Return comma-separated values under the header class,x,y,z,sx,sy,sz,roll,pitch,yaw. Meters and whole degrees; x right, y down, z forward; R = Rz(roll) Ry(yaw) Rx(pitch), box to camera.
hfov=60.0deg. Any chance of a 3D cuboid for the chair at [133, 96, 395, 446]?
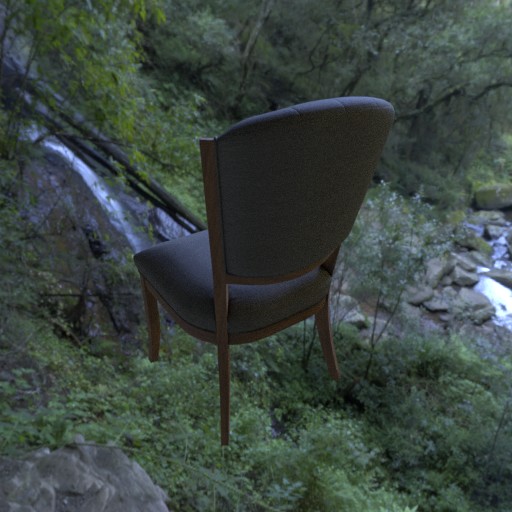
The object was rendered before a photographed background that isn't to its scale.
class,x,y,z,sx,sy,sz,roll,pitch,yaw
chair,0.000,0.000,1.231,0.513,0.905,0.584,-19,34,-30
